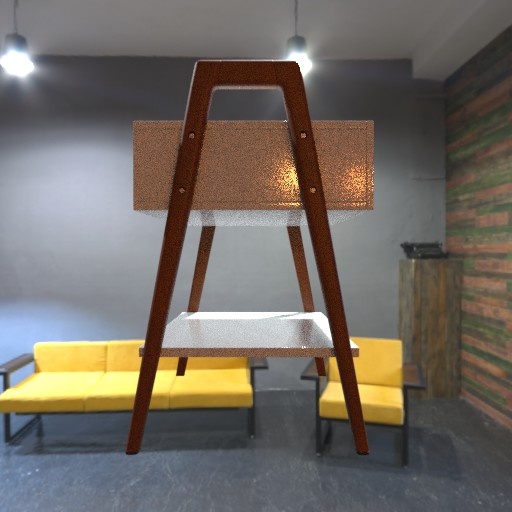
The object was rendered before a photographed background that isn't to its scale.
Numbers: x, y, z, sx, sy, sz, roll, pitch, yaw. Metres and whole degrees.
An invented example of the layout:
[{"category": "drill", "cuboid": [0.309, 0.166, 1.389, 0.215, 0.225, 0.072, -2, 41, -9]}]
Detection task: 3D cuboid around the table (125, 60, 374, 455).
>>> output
[{"category": "table", "cuboid": [0.000, 0.000, 0.908, 0.405, 0.610, 0.457, 0, 0, 0]}]
